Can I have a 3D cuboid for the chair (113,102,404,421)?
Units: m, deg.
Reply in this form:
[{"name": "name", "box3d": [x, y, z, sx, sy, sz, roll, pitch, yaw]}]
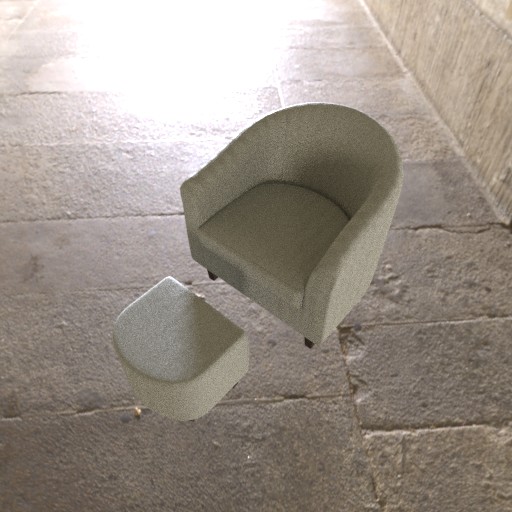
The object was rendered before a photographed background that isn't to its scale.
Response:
[{"name": "chair", "box3d": [0.000, 0.000, 1.772, 0.756, 0.757, 1.288, 32, 55, 26]}]
